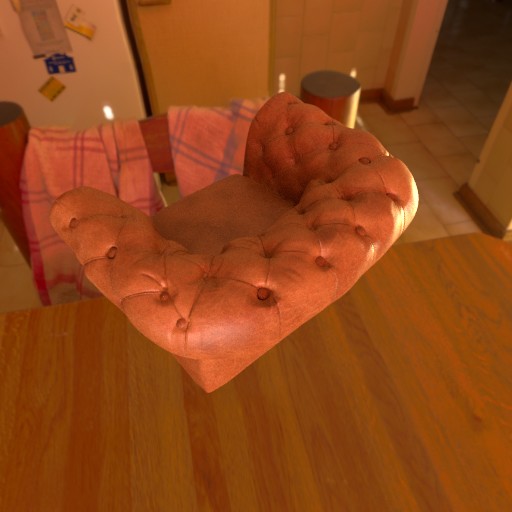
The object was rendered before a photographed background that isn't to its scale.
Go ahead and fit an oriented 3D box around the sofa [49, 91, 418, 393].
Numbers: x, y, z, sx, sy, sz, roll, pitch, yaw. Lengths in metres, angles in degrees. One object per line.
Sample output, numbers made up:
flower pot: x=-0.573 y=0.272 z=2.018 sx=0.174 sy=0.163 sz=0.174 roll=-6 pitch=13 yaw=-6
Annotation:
sofa: x=0.000 y=0.000 z=2.051 sx=1.405 sy=0.878 sz=1.033 roll=-34 pitch=55 yaw=-28
